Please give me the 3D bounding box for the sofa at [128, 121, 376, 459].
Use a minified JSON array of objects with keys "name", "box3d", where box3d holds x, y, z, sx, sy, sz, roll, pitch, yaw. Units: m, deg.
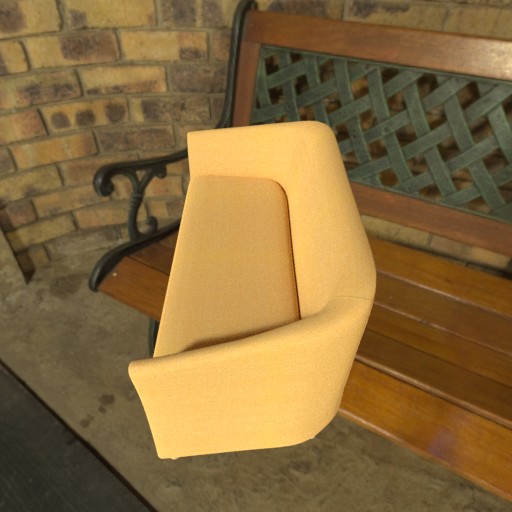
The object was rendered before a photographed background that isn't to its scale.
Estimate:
[{"name":"sofa","box3d":[0.000,0.000,1.858,0.705,0.721,1.452,0,41,0]}]
